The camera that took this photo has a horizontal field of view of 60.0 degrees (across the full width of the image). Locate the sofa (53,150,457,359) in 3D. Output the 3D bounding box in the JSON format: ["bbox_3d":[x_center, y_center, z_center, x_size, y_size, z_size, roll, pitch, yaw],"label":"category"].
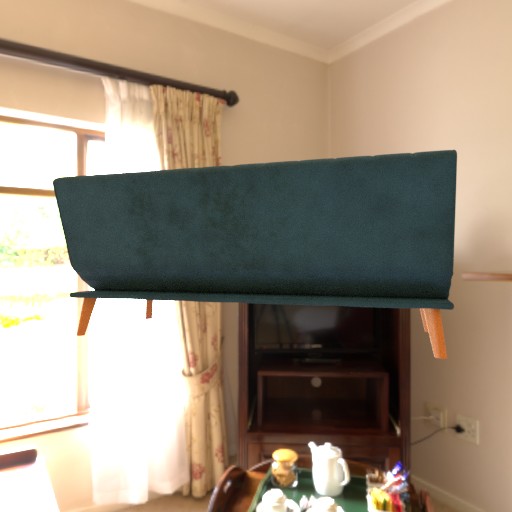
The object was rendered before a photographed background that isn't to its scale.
[{"bbox_3d":[0.000,0.000,2.276,1.804,0.813,0.855,0,-1,18],"label":"sofa"}]
